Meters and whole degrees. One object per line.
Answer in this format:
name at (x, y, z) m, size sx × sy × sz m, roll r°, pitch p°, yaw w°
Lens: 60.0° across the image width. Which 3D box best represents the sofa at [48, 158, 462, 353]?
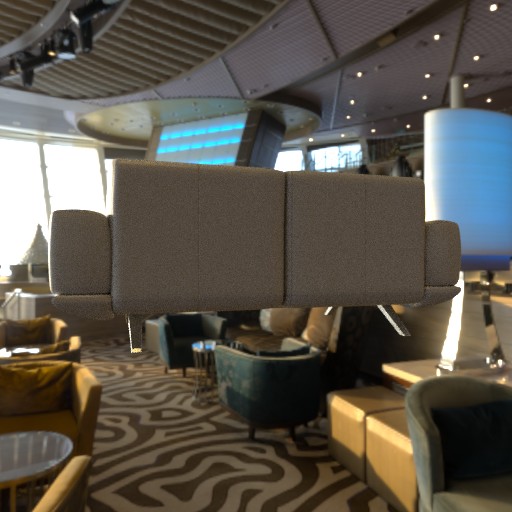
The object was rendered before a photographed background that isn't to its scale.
sofa at (0.000, 0.000, 2.345) m, size 1.901 × 0.772 × 0.900 m, roll 0°, pitch 0°, yaw -18°
